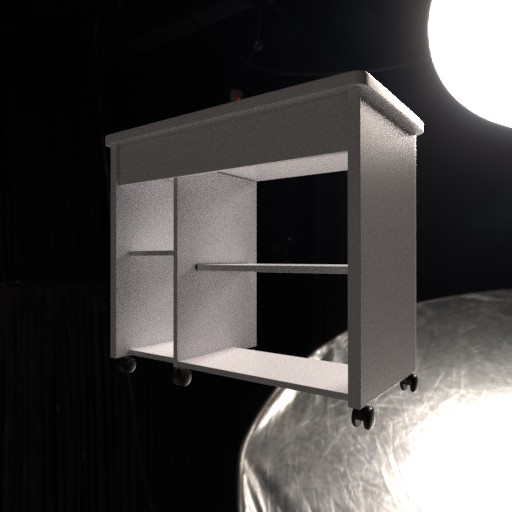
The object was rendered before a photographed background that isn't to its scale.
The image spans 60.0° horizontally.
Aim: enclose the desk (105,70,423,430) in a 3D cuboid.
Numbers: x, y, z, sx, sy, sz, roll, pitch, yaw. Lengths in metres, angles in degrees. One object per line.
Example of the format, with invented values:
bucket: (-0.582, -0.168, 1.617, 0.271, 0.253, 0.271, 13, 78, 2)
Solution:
desk: (0.000, 0.000, 1.348, 0.877, 0.763, 0.475, 0, 0, 36)
